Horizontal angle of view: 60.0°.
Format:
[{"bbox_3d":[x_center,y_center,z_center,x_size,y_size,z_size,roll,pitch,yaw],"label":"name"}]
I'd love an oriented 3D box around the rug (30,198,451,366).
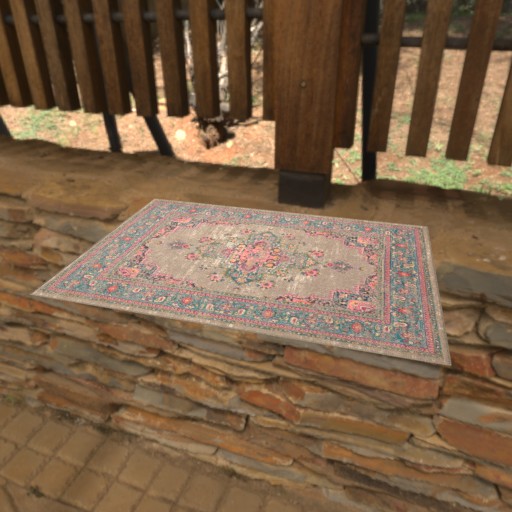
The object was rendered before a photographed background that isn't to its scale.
[{"bbox_3d":[0.000,0.000,3.751,2.890,0.013,2.005,7,29,13],"label":"rug"}]
